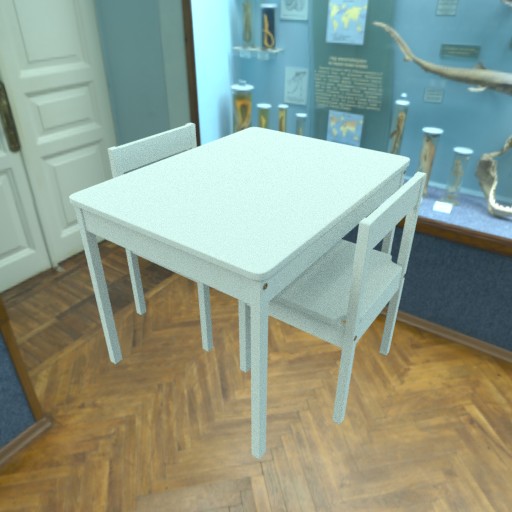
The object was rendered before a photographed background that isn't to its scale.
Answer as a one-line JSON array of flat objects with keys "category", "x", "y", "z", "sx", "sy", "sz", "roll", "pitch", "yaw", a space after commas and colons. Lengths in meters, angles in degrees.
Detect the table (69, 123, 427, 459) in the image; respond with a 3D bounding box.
[{"category": "table", "x": 0.000, "y": 0.000, "z": 1.119, "sx": 0.672, "sy": 0.503, "sz": 0.650, "roll": 21, "pitch": 37, "yaw": 30}]
